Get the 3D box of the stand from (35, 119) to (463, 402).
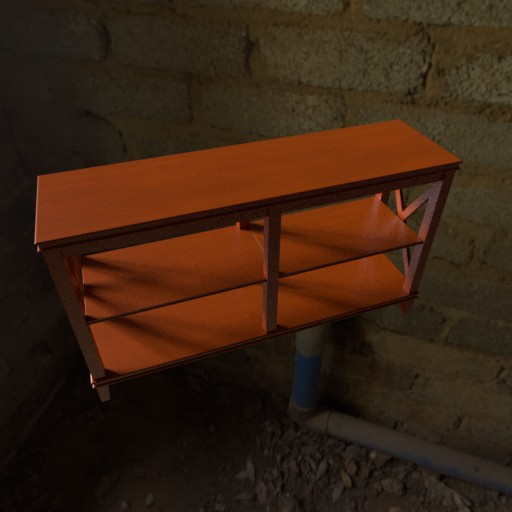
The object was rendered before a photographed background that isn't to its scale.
[{"bbox_3d":[0.000,0.000,1.721,1.372,0.762,0.381,-13,41,-15],"label":"stand"}]
